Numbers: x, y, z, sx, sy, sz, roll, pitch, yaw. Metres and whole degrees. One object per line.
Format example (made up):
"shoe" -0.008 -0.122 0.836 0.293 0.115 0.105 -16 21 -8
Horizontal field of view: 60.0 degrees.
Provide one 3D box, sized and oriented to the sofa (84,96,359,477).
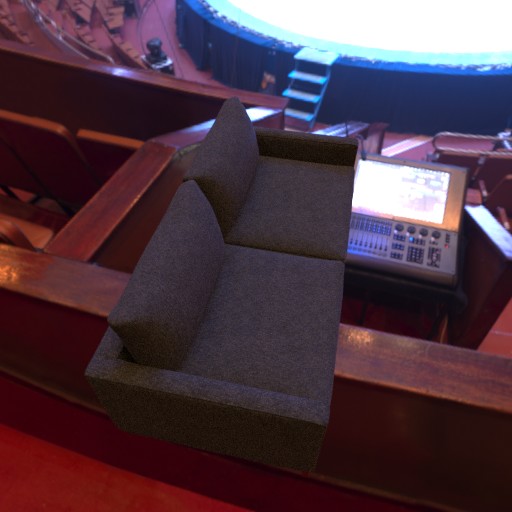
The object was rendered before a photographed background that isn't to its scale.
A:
"sofa" 0.000 0.000 2.160 0.866 0.862 1.716 9 48 8
